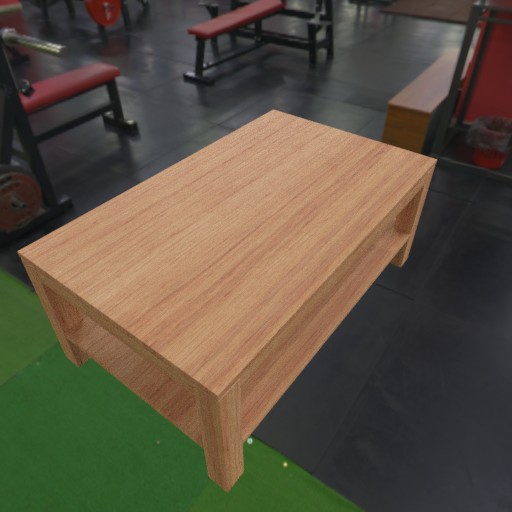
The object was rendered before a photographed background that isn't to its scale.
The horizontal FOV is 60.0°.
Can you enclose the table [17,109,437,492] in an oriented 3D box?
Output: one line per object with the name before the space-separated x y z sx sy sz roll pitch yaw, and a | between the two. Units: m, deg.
table | 0.000 0.000 1.491 0.695 0.457 1.146 27 48 27
